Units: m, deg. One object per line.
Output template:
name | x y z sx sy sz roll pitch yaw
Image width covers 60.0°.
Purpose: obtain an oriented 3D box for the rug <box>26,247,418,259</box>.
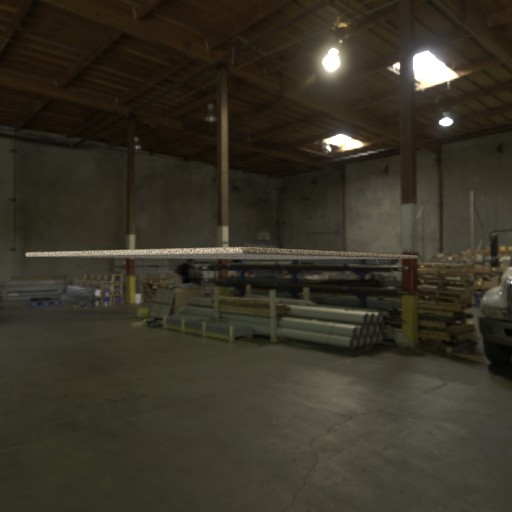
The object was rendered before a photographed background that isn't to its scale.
rug | 0.000 0.000 3.510 1.778 0.030 2.743 -1 -1 35
